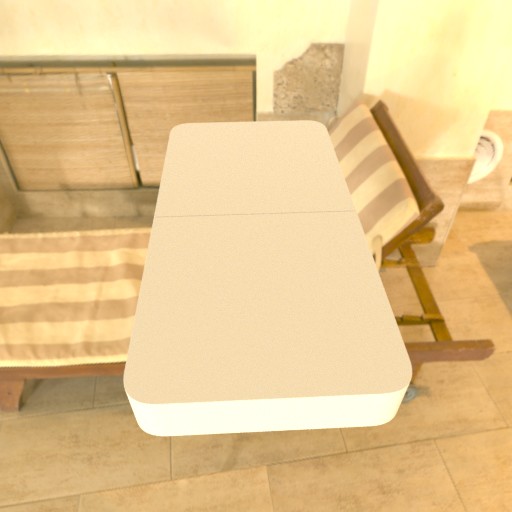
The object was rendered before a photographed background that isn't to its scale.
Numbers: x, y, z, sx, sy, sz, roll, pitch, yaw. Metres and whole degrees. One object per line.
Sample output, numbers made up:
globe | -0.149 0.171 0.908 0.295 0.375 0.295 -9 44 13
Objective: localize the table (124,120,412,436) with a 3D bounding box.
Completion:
table | 0.000 0.000 1.428 0.600 0.340 1.200 -2 43 -2
